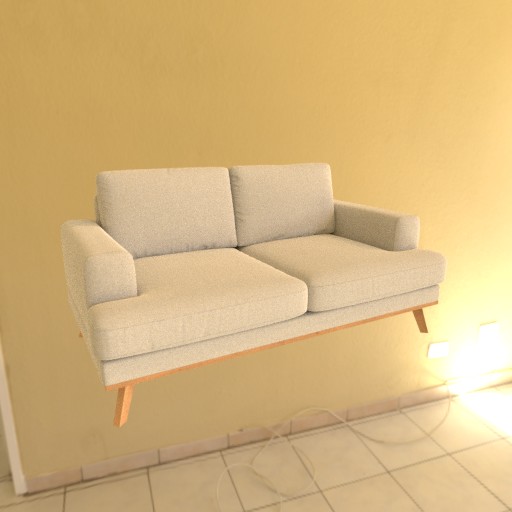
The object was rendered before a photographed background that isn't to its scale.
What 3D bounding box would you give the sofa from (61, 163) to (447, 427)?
[{"bbox_3d":[0.000,0.000,2.119,1.651,0.810,0.915,-8,17,-28],"label":"sofa"}]
